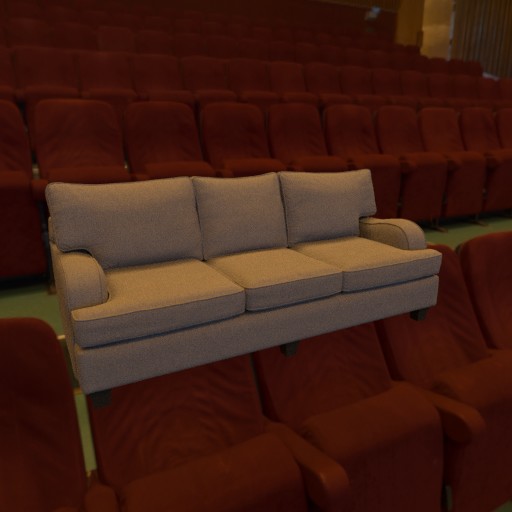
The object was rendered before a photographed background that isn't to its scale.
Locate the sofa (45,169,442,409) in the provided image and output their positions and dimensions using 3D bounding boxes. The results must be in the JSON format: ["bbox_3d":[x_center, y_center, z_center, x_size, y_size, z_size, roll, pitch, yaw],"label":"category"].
[{"bbox_3d":[0.000,0.000,2.819,2.323,0.991,1.016,-8,18,-27],"label":"sofa"}]
